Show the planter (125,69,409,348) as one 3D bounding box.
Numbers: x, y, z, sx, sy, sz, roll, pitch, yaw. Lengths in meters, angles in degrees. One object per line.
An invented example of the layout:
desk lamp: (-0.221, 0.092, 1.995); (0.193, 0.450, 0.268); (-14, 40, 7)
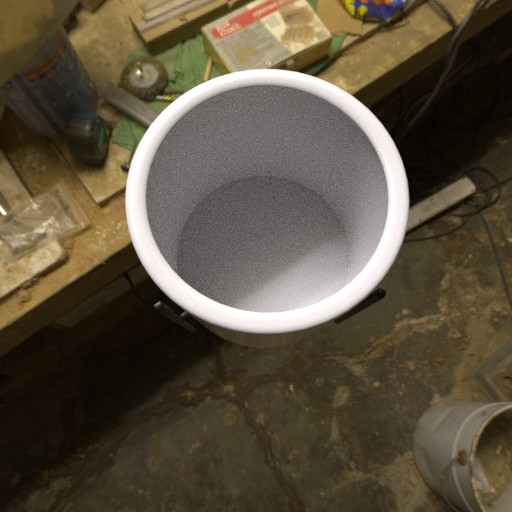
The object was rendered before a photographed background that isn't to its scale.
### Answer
planter: (0.000, 0.000, 0.508); (0.239, 0.356, 0.239); (-34, 78, -8)
